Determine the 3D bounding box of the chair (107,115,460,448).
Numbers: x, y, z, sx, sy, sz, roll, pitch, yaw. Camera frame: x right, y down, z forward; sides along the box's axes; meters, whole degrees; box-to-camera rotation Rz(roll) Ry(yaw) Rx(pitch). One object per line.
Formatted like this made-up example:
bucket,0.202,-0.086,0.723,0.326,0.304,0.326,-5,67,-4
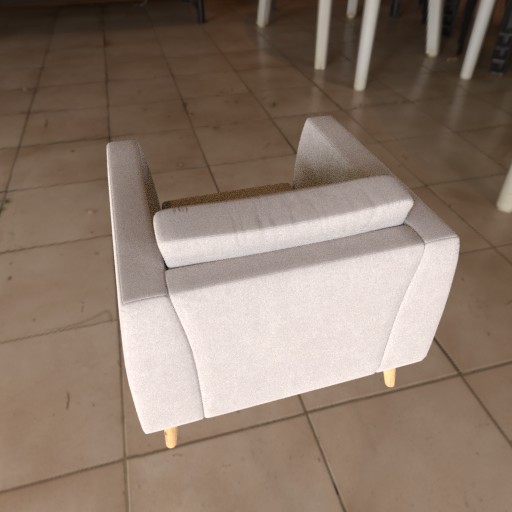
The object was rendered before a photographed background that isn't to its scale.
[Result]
chair,0.000,0.000,1.662,1.000,0.860,0.930,-11,41,-13
